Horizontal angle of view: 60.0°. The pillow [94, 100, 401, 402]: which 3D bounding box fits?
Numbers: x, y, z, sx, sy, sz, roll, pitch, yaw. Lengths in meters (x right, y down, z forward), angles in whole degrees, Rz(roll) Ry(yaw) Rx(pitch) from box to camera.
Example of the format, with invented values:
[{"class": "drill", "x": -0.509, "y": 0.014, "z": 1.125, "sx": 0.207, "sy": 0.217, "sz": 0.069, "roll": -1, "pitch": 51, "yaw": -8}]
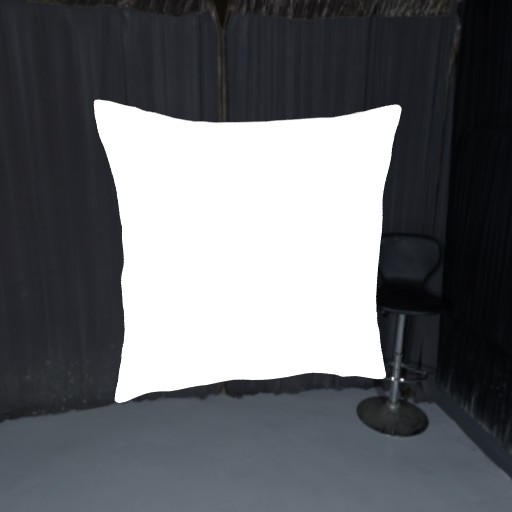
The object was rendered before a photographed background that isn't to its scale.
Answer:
[{"class": "pillow", "x": 0.000, "y": 0.000, "z": 0.660, "sx": 0.433, "sy": 0.436, "sz": 0.173, "roll": -2, "pitch": 14, "yaw": -9}]
